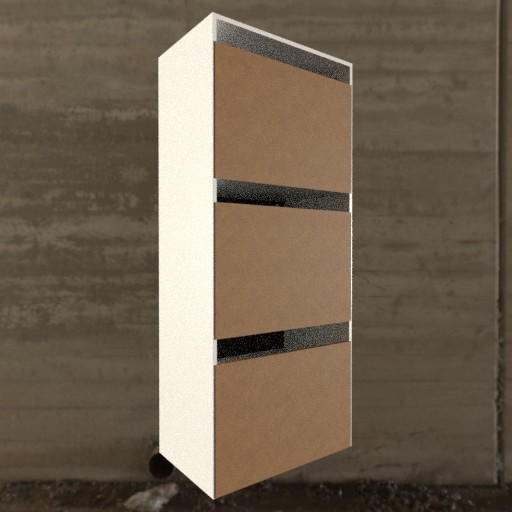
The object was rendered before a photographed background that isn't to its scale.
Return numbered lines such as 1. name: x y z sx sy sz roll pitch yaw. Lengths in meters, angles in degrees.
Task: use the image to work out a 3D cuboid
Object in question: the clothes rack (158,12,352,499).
1. clothes rack: 0.000 0.000 1.359 0.500 1.187 0.330 -1 1 -36
